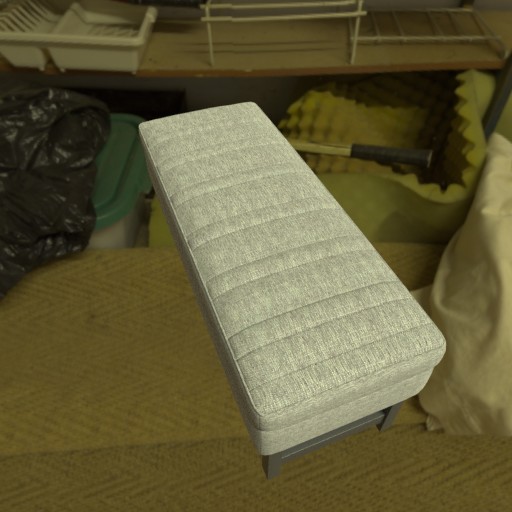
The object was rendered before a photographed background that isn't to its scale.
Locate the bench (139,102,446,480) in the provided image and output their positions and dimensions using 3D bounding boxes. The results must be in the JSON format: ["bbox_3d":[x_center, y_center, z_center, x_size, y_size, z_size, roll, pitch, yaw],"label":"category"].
[{"bbox_3d":[0.000,0.000,1.312,0.429,0.470,1.100,-16,49,-15],"label":"bench"}]
